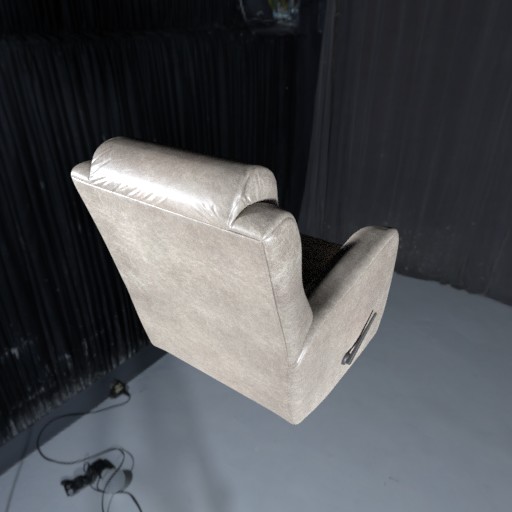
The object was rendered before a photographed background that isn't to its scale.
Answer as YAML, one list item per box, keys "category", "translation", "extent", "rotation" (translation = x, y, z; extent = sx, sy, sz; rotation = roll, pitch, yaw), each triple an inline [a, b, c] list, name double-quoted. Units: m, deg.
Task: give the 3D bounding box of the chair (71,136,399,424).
- category: "chair"
  translation: [0.000, 0.000, 1.918]
  extent: [0.967, 1.116, 1.068]
  rotation: [20, 35, 31]
